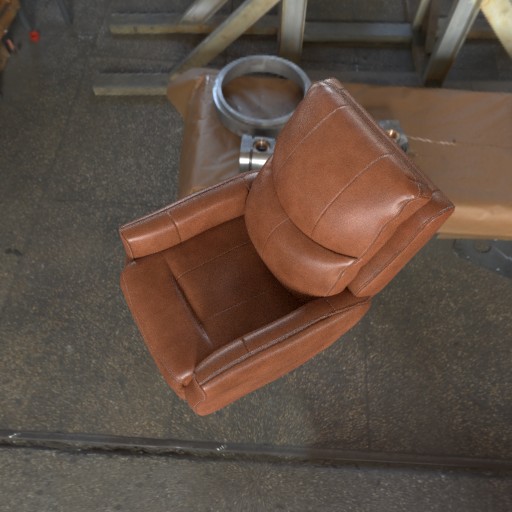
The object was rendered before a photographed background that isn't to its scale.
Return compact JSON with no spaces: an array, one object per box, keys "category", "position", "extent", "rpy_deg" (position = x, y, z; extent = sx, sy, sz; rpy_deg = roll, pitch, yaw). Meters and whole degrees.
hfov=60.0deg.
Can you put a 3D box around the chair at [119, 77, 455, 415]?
[{"category":"chair","position":[0.000,0.000,1.769],"extent":[1.072,1.016,0.821],"rpy_deg":[-27,66,-13]}]
